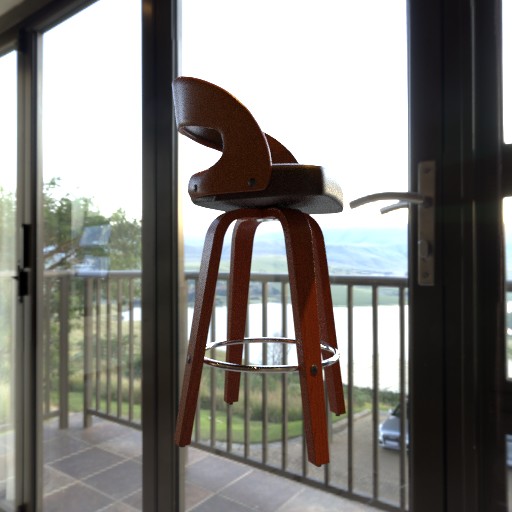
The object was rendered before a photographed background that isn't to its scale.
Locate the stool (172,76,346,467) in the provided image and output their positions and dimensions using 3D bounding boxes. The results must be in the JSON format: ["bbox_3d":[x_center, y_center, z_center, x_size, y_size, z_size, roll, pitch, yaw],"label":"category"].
[{"bbox_3d":[0.000,0.000,1.211,0.457,0.940,0.457,0,0,18],"label":"stool"}]
